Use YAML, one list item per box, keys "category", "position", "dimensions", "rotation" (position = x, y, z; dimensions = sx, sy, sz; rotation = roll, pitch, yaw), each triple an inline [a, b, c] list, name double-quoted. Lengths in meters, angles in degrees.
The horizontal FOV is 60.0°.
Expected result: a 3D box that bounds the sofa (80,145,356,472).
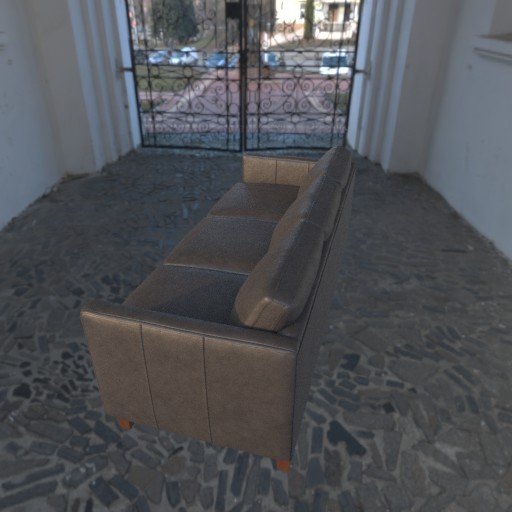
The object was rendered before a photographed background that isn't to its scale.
- category: "sofa"
  position: [0.000, 0.000, 2.981]
  dimensions: [1.045, 1.006, 2.464]
  rotation: [8, 31, 14]
